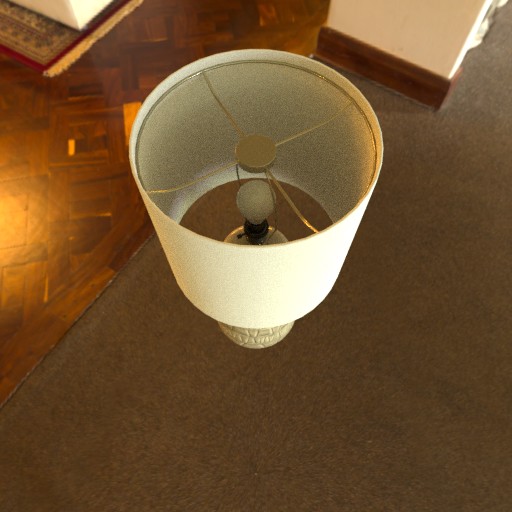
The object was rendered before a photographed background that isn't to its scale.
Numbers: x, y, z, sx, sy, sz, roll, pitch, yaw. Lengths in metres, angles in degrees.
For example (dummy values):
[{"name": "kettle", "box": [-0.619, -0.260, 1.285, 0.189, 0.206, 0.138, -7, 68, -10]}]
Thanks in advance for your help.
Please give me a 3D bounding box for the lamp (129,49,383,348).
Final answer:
[{"name": "lamp", "box": [0.000, 0.000, 0.574, 0.211, 0.455, 0.211, -14, 65, -7]}]
